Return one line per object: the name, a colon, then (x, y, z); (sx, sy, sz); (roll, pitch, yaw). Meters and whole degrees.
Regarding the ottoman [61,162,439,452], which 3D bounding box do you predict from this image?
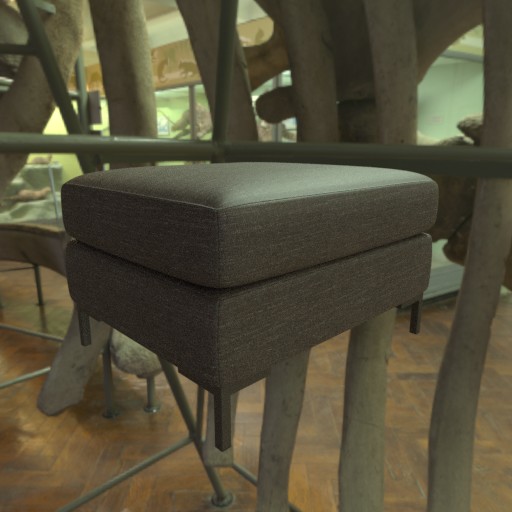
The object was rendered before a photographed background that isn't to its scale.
ottoman: (0.000, 0.000, 1.219); (0.820, 0.490, 0.671); (-13, 20, -42)
